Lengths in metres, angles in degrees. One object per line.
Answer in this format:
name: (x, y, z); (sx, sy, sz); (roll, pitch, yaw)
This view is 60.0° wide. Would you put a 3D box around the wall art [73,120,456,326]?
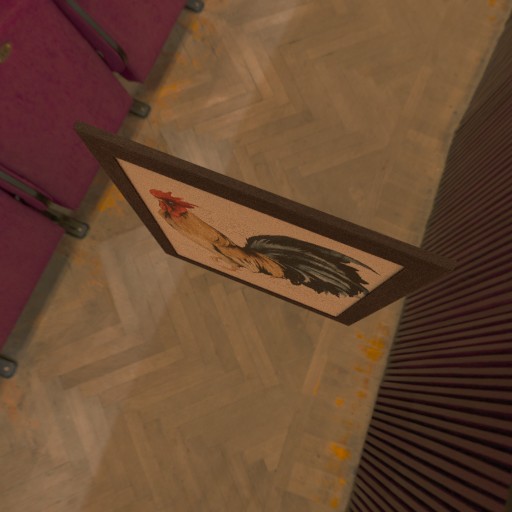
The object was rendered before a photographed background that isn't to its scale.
wall art: (0.000, 0.000, 0.790); (0.476, 0.570, 0.013); (21, 76, 6)
